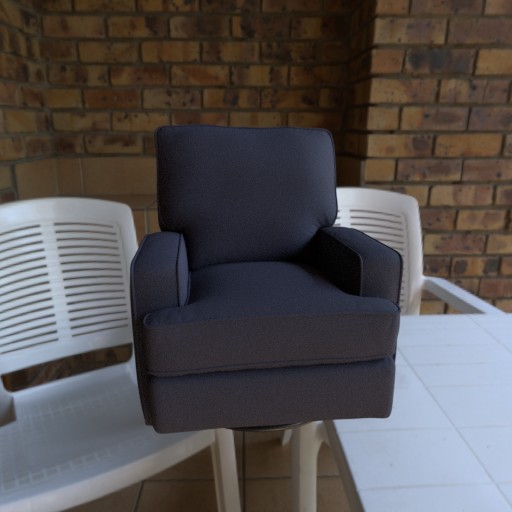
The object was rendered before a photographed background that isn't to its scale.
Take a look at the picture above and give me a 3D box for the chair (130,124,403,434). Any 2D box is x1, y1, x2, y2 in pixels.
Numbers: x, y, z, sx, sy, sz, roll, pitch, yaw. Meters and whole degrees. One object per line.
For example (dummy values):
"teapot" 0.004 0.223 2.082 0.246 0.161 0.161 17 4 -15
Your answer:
"chair" 0.000 0.000 1.681 0.861 0.962 0.964 -2 16 -8
